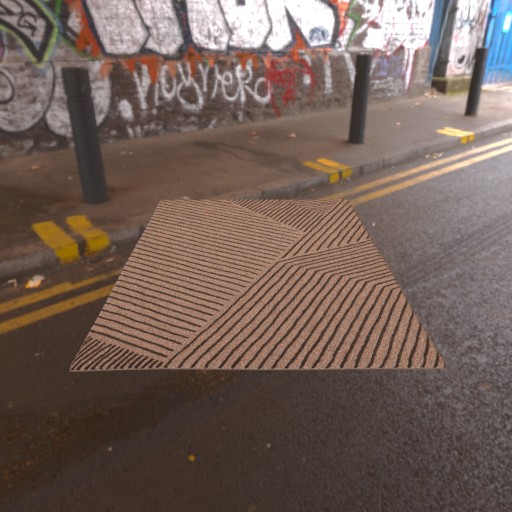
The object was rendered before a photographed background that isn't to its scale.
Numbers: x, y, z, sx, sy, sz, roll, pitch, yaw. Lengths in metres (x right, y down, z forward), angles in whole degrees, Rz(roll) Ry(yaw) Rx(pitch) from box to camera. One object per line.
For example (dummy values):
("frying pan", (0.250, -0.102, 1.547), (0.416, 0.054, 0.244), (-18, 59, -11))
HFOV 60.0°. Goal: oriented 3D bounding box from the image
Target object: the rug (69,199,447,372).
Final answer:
("rug", (0.000, 0.000, 3.223), (1.829, 0.028, 2.449), (0, 26, -1))
